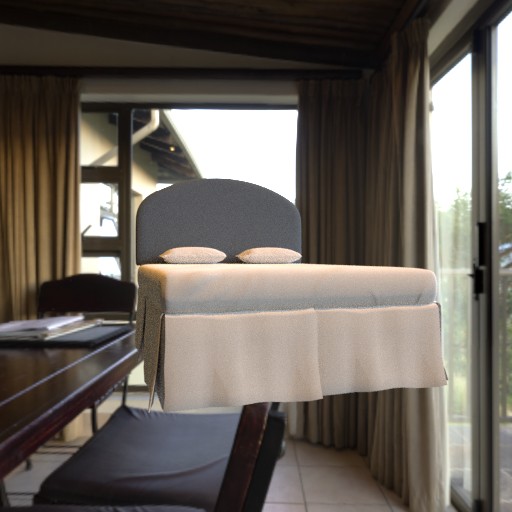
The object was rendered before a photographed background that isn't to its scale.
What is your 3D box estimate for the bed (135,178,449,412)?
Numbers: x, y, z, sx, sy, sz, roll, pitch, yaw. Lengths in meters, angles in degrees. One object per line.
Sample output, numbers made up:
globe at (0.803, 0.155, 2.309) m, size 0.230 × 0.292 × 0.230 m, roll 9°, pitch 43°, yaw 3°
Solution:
bed at (0.000, 0.000, 3.088) m, size 1.607 × 1.410 × 2.005 m, roll 0°, pitch 0°, yaw -18°
